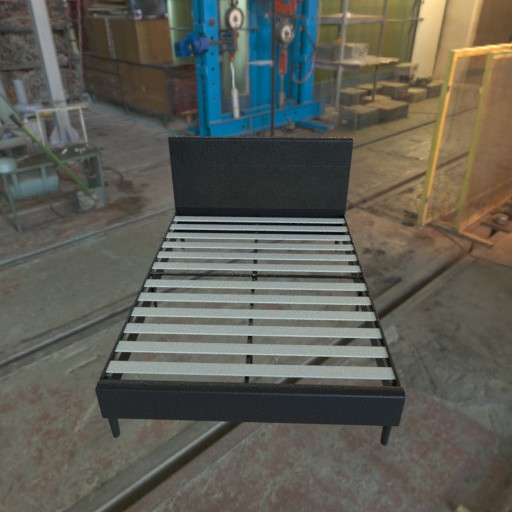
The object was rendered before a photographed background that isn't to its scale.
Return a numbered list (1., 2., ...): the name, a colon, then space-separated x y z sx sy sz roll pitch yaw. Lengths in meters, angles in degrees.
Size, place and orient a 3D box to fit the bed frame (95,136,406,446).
1. bed frame: 0.000 0.000 3.236 1.634 1.127 2.318 1 30 2
